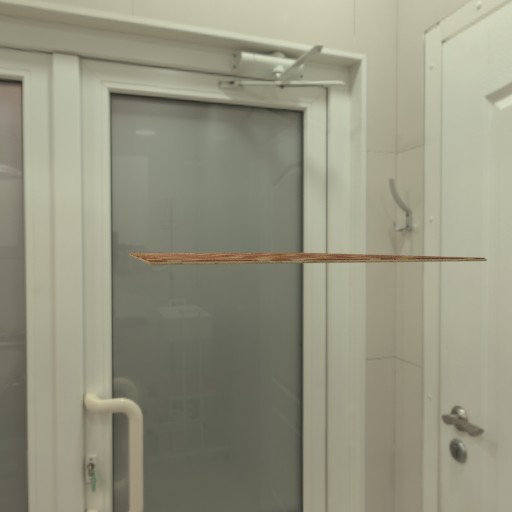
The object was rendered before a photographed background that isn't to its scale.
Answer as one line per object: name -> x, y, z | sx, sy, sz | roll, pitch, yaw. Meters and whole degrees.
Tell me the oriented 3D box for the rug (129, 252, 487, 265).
rug -> 0.000, 0.000, 2.937 | 1.555, 0.016, 2.286 | 0, 1, -18
